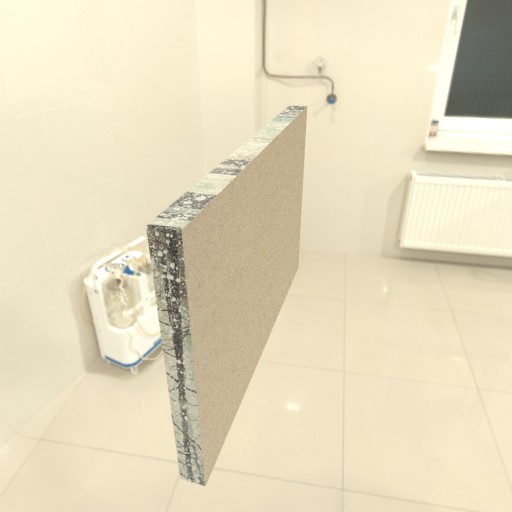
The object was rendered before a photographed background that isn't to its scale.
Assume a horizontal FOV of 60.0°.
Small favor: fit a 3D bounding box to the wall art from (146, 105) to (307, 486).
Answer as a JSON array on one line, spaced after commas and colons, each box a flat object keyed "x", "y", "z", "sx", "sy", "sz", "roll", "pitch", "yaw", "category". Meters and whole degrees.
[{"x": 0.000, "y": 0.000, "z": 0.781, "sx": 0.042, "sy": 0.398, "sz": 0.618, "roll": 9, "pitch": 31, "yaw": 15, "category": "wall art"}]
